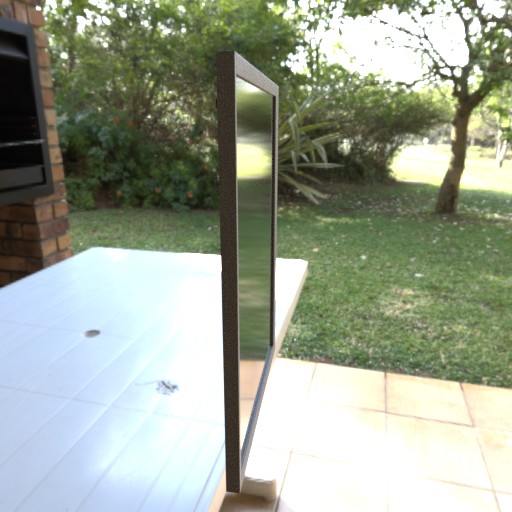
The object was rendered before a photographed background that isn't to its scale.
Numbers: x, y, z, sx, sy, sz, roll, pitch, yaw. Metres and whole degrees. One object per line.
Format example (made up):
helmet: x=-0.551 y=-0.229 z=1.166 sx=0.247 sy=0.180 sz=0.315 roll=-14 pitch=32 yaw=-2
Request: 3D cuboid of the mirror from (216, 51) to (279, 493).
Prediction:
mirror: x=0.000 y=0.000 z=1.330 sx=0.040 sy=1.016 sz=0.762 roll=3 pitch=16 yaw=9
